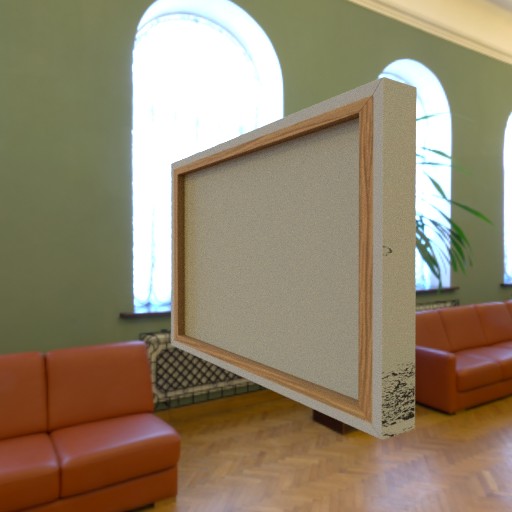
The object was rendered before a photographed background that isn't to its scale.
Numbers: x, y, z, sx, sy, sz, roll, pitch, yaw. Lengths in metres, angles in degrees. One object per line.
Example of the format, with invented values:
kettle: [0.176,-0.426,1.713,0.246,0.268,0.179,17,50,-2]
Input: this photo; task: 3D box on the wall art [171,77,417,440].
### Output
wall art: [0.000,0.000,0.484,0.038,0.259,0.381,-1,1,-34]
